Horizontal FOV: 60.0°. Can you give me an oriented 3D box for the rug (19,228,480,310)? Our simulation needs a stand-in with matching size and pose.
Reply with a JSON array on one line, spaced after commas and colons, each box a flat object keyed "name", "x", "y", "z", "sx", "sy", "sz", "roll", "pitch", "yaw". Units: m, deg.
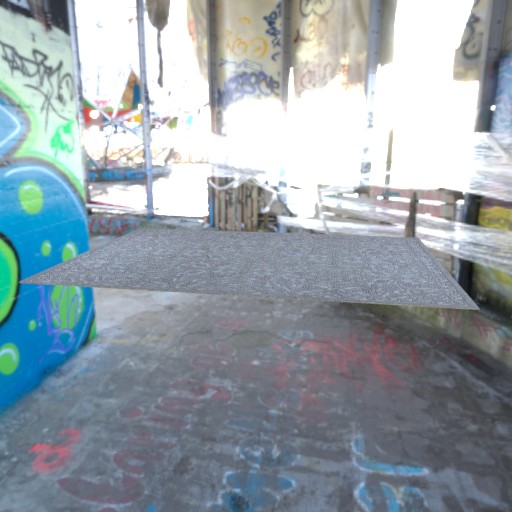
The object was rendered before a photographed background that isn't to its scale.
[{"name": "rug", "x": 0.000, "y": 0.000, "z": 2.310, "sx": 1.827, "sy": 0.006, "sz": 1.221, "roll": 2, "pitch": 15, "yaw": 10}]
